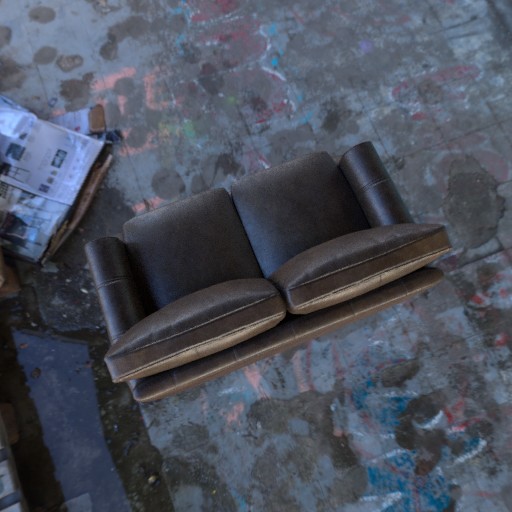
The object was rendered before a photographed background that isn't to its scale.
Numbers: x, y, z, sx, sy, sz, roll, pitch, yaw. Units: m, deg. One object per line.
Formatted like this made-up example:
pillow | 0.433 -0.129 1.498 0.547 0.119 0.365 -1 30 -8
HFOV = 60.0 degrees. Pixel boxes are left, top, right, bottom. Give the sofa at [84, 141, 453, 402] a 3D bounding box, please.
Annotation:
sofa | 0.000 0.000 2.310 1.616 0.976 0.990 -21 76 -5
